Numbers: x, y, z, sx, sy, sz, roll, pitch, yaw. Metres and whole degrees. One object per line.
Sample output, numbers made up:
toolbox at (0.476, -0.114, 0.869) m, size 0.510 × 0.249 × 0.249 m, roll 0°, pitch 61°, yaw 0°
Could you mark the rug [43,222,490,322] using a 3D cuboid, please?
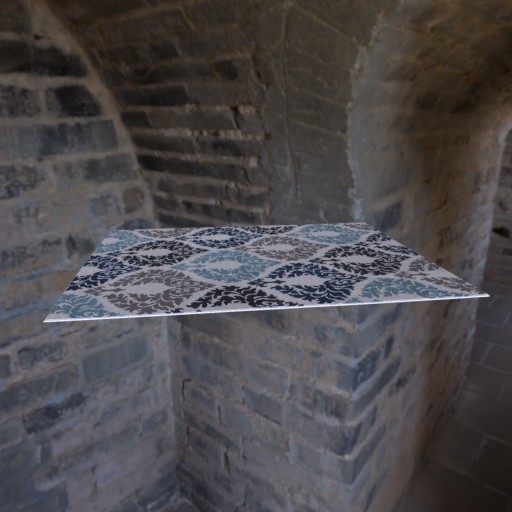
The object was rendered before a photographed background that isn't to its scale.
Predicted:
rug at (0.000, 0.000, 4.106) m, size 3.040 × 0.014 × 2.423 m, roll -2°, pitch 17°, yaw -8°
